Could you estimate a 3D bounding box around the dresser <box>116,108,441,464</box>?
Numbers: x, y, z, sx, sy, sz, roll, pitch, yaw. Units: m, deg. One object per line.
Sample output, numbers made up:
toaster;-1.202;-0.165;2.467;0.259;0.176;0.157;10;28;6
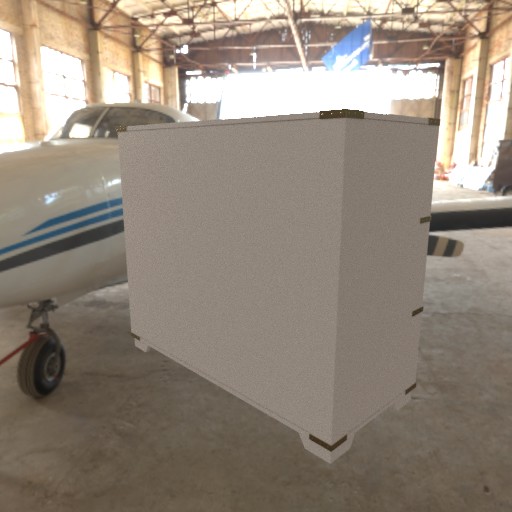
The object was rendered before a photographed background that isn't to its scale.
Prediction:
dresser;0.000;0.000;1.552;0.460;0.891;1.022;-13;18;-43
